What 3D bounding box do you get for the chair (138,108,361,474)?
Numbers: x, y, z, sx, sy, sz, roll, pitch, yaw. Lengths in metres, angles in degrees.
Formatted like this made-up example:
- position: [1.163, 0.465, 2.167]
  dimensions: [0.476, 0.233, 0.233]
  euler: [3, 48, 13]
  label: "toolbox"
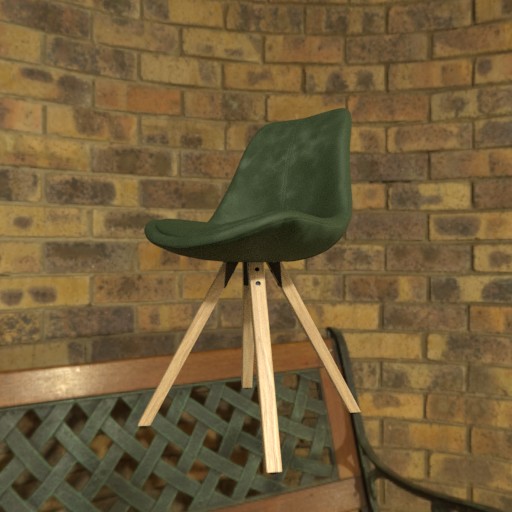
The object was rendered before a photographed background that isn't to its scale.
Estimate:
- position: [0.000, 0.000, 1.177]
  dimensions: [0.483, 0.865, 0.547]
  euler: [0, 0, 37]
  label: "chair"
